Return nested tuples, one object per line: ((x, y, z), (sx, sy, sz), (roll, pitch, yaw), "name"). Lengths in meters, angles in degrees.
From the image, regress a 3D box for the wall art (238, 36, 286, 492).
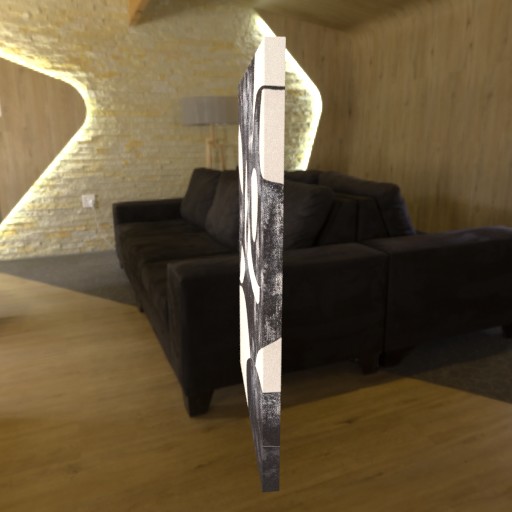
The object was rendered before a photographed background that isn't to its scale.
((0.000, 0.000, 1.156), (0.041, 0.915, 0.610), (-2, 14, -6), "wall art")
